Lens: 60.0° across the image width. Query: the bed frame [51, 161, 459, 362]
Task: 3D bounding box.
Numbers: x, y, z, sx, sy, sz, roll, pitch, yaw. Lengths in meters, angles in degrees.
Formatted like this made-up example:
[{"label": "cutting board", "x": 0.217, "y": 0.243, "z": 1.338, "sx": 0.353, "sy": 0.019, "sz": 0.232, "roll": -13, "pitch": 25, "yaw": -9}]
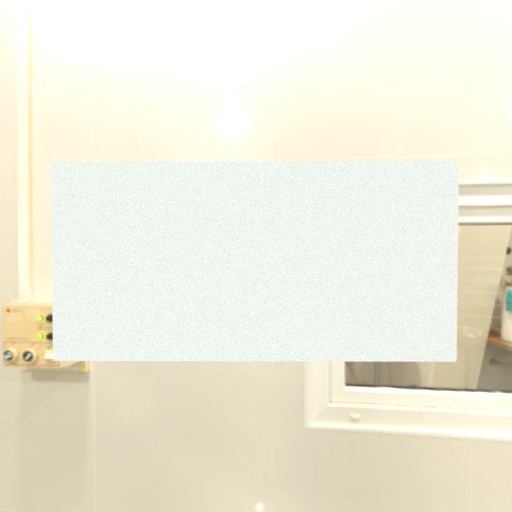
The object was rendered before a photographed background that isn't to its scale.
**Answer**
[{"label": "bed frame", "x": 0.000, "y": 0.000, "z": 2.750, "sx": 1.622, "sy": 0.800, "sz": 1.960, "roll": 0, "pitch": 1, "yaw": 0}]
